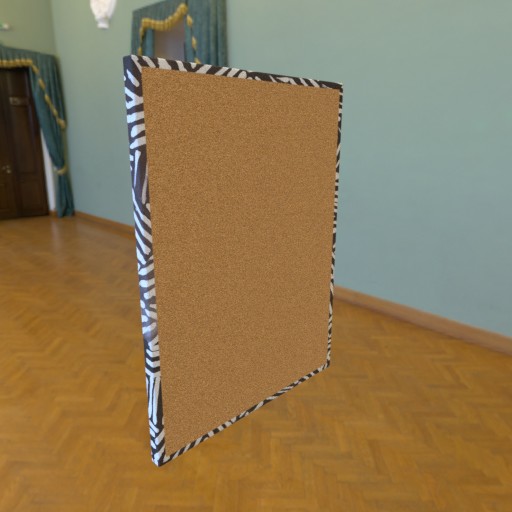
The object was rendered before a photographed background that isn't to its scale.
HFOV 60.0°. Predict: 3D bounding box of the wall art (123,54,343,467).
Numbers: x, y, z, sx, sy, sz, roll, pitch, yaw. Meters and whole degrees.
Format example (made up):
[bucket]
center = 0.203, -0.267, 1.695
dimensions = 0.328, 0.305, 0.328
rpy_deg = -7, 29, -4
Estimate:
[wall art]
center = 0.000, 0.000, 1.320
dimensions = 0.765, 1.017, 0.038
rpy_deg = -15, 21, -43
